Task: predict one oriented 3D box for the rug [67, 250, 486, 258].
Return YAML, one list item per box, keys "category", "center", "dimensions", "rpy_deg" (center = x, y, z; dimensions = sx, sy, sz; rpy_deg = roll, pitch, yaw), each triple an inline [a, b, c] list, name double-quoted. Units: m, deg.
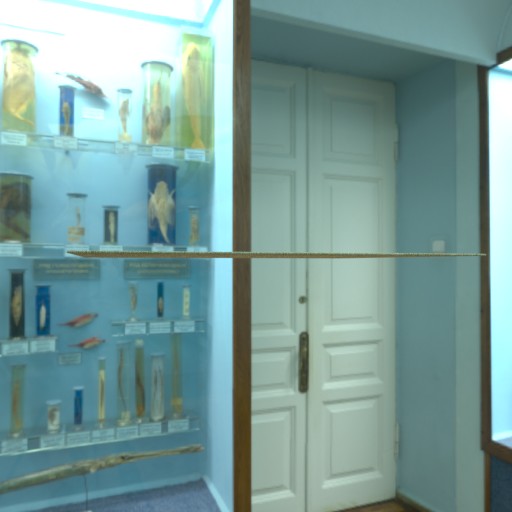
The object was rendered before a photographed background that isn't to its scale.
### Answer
- category: "rug"
  center: [0.000, 0.000, 4.287]
  dimensions: [3.198, 0.016, 2.425]
  rpy_deg: [0, -1, -19]
